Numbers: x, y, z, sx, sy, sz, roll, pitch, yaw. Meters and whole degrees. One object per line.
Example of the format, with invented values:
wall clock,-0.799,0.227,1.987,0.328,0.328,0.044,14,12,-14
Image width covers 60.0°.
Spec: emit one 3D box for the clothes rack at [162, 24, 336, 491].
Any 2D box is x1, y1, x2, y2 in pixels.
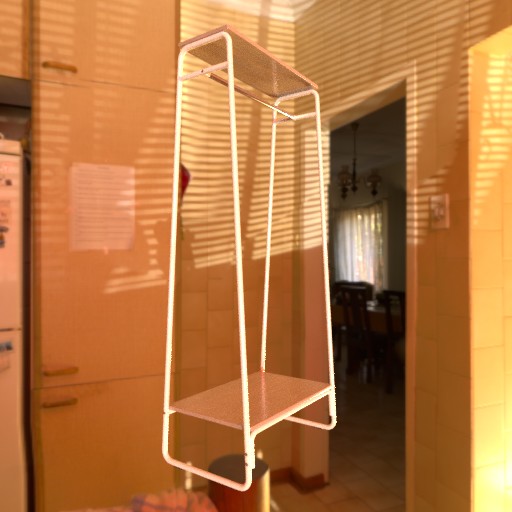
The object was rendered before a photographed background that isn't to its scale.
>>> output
clothes rack,0.000,0.000,1.768,0.400,1.512,0.640,0,0,35
